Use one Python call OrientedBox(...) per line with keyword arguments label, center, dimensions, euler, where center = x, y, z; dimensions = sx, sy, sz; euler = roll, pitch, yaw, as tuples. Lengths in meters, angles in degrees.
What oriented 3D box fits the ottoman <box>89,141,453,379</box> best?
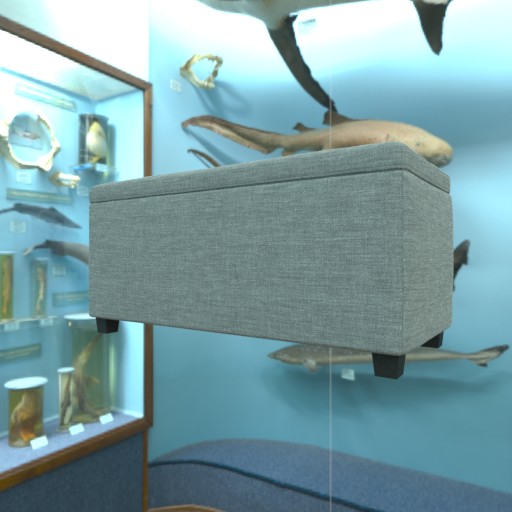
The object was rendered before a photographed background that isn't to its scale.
OrientedBox(label="ottoman", center=(0.000, 0.000, 1.158), dimensions=(0.902, 0.432, 0.419), euler=(0, 0, 35))
